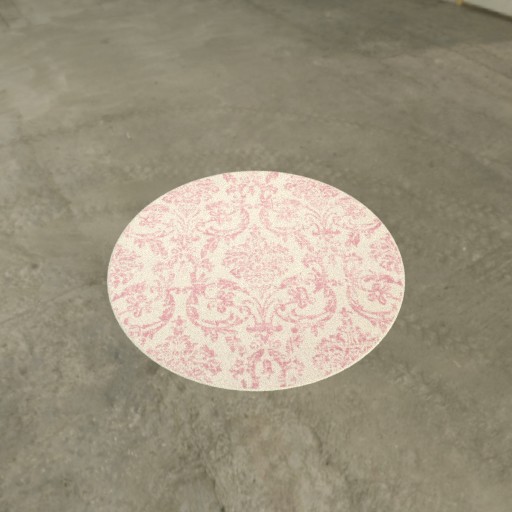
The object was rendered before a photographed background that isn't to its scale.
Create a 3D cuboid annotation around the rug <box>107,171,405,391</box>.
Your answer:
[{"bbox_3d":[0.000,0.000,2.434,1.593,0.012,1.593,0,46,0],"label":"rug"}]
